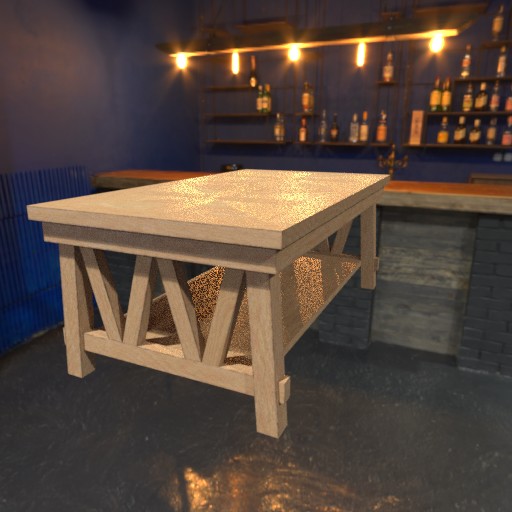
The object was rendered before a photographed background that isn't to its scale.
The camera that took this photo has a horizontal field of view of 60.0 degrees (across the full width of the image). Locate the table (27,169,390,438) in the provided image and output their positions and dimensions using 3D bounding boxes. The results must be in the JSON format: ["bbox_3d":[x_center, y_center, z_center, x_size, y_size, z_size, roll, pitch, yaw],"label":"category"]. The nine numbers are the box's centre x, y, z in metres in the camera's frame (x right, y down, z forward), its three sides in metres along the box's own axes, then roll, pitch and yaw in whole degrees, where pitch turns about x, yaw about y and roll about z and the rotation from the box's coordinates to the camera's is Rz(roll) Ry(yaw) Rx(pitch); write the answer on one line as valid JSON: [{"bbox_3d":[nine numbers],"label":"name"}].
[{"bbox_3d":[0.000,0.000,1.620,0.711,0.507,1.270,7,17,24],"label":"table"}]
